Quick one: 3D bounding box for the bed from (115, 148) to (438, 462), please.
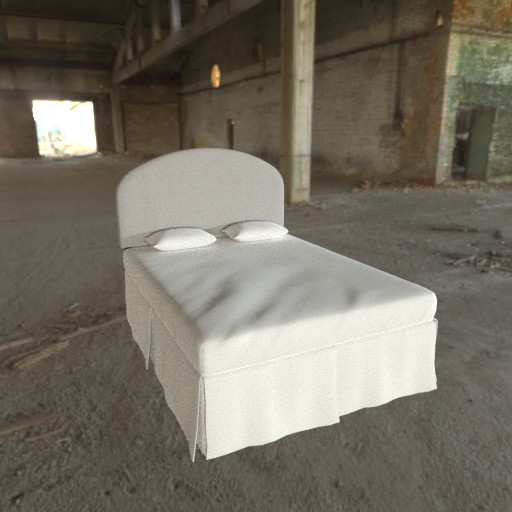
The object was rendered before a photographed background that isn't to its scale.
[{"bbox_3d":[0.000,0.000,3.091,1.607,1.410,2.005,-8,17,-25],"label":"bed"}]
